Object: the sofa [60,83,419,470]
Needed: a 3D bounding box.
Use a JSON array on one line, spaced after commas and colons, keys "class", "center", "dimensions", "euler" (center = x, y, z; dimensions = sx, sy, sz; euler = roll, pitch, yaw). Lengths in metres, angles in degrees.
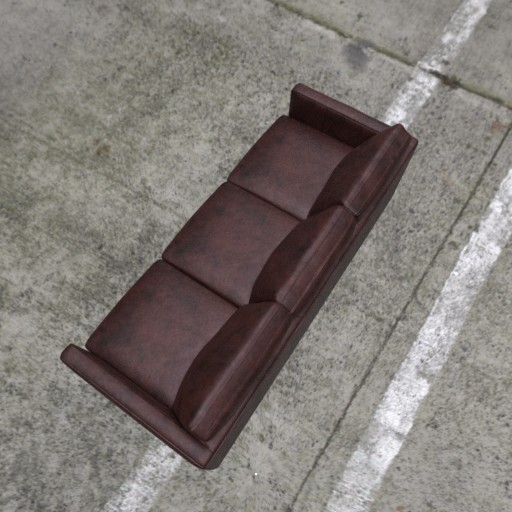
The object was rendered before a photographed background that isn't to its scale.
[{"class": "sofa", "center": [0.000, 0.000, 2.965], "dimensions": [1.045, 1.006, 2.464], "euler": [31, 68, 14]}]
